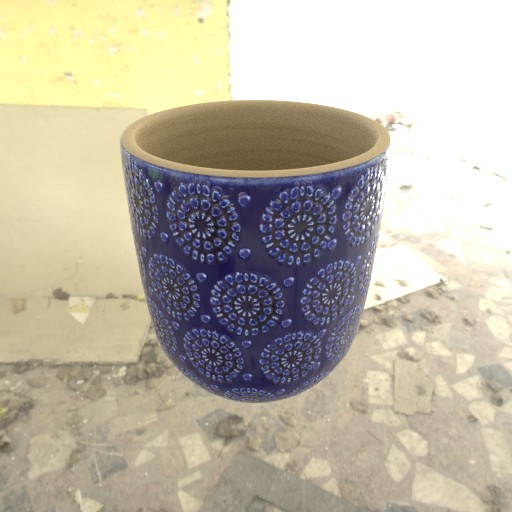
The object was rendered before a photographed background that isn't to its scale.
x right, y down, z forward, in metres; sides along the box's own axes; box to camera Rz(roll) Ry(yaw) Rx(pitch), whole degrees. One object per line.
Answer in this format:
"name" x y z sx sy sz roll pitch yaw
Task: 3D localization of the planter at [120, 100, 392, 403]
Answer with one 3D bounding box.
"planter" 0.000 0.000 0.357 0.184 0.206 0.184 0 31 0
